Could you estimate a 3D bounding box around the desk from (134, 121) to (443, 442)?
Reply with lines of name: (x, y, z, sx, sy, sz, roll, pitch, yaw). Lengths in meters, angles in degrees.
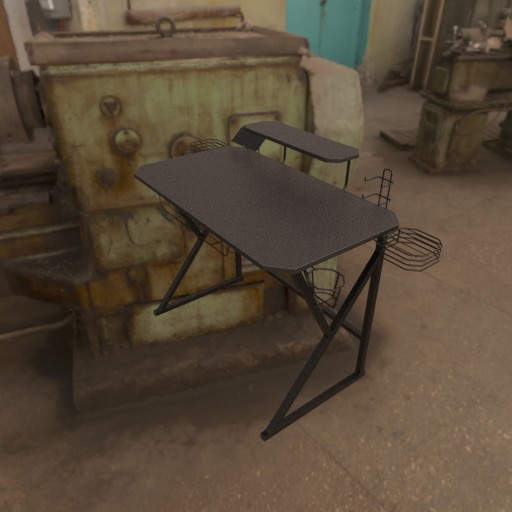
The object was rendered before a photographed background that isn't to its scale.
desk: (0.000, 0.000, 1.761, 0.580, 0.880, 1.290, -21, 37, -31)
